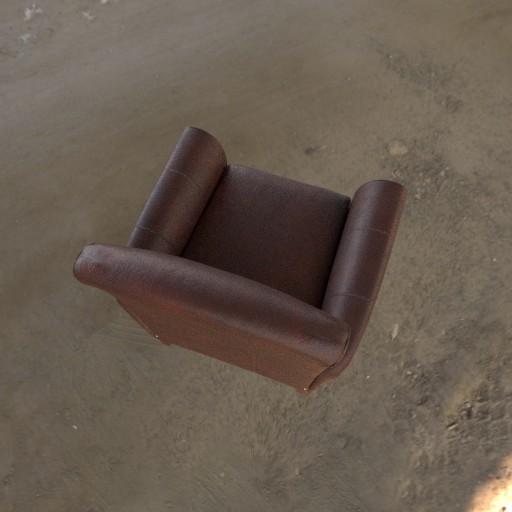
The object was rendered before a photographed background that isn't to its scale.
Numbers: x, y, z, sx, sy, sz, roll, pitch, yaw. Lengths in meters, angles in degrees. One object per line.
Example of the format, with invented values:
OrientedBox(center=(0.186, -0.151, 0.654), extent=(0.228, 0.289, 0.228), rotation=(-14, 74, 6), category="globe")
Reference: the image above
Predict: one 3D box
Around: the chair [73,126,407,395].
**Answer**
OrientedBox(center=(0.000, 0.000, 1.718), extent=(0.978, 1.061, 0.902), rotation=(17, 64, 9), category="chair")
